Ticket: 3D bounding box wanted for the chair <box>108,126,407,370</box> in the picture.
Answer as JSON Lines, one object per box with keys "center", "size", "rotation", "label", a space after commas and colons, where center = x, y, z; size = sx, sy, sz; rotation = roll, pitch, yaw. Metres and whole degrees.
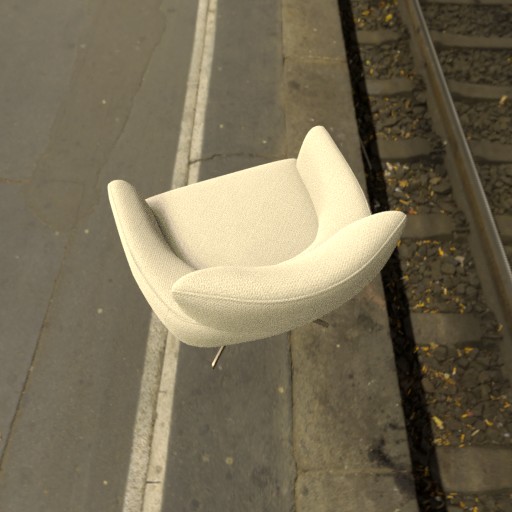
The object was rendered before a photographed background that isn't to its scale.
{"center": [0.000, 0.000, 1.401], "size": [0.760, 0.810, 0.730], "rotation": [-18, 59, -11], "label": "chair"}
